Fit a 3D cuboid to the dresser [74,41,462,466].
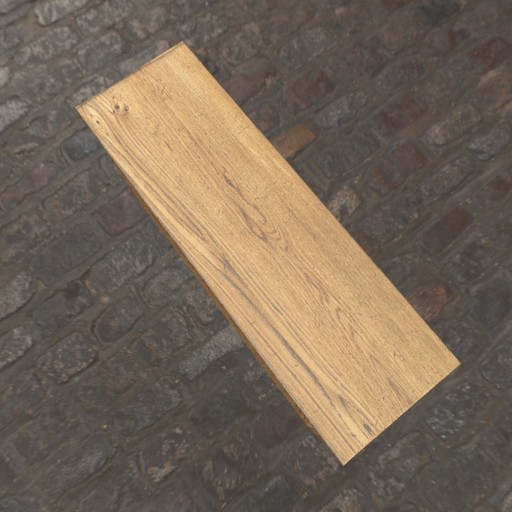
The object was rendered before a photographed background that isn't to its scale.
[{"bbox_3d":[0.000,0.000,2.088,0.563,0.932,1.657,-36,78,-9],"label":"dresser"}]
